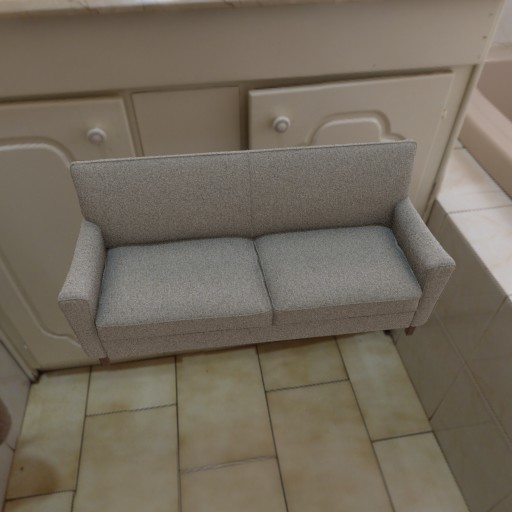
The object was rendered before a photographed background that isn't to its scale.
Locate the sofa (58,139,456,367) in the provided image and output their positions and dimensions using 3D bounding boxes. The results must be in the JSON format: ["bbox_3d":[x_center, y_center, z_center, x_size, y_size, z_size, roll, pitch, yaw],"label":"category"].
[{"bbox_3d":[0.000,0.000,2.584,2.026,0.942,0.854,-5,45,-5],"label":"sofa"}]
